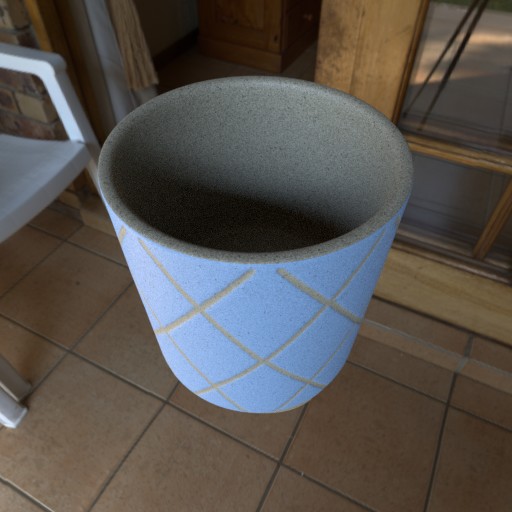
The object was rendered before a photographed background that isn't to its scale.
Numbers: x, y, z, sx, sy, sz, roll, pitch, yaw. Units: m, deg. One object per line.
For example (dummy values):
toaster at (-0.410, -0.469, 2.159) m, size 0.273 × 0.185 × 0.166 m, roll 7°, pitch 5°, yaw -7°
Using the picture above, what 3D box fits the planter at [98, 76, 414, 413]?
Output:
planter at (0.000, 0.000, 0.346) m, size 0.191 × 0.200 × 0.191 m, roll 0°, pitch 48°, yaw 0°
